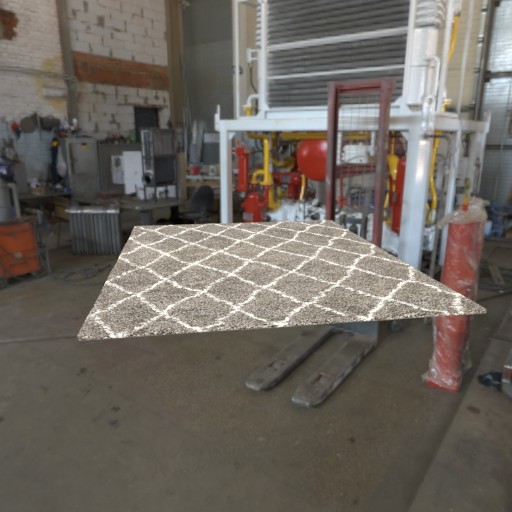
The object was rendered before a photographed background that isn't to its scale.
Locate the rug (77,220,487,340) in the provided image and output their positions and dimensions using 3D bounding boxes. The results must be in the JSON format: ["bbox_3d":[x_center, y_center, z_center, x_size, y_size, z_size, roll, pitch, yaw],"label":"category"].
[{"bbox_3d":[0.000,0.000,4.008,2.438,0.029,3.047,-2,15,-9],"label":"rug"}]
